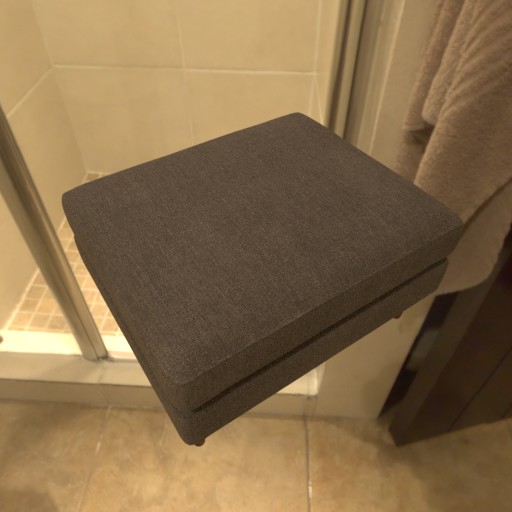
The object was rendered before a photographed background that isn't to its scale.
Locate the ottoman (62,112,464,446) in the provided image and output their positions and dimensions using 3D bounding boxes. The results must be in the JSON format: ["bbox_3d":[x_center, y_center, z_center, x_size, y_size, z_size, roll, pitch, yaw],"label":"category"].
[{"bbox_3d":[0.000,0.000,1.258,0.821,0.474,0.693,-26,51,-23],"label":"ottoman"}]
